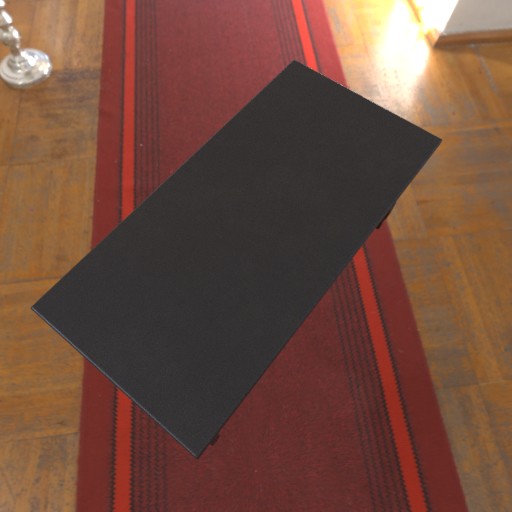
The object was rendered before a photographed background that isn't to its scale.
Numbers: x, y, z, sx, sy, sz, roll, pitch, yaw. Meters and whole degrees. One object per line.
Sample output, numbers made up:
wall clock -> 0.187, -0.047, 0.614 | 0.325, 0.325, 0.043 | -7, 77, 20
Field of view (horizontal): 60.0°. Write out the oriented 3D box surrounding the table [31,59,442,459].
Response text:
table -> 0.000, 0.000, 1.436 | 0.550, 0.510, 1.107 | 35, 69, 16
